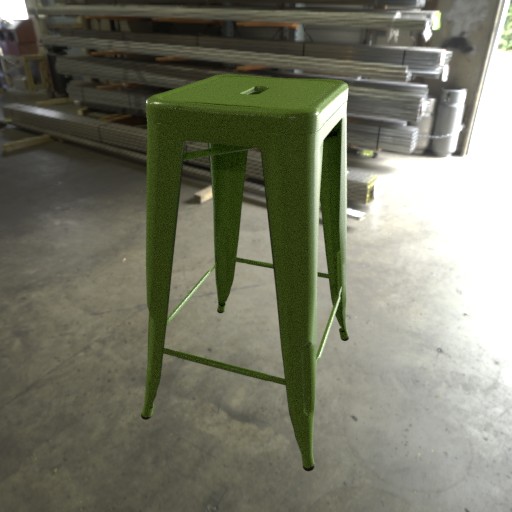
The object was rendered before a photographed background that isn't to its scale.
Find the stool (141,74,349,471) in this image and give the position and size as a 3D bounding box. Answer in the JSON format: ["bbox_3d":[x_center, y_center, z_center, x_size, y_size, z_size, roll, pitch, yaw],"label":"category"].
[{"bbox_3d":[0.000,0.000,0.850,0.358,0.609,0.398,10,31,17],"label":"stool"}]
